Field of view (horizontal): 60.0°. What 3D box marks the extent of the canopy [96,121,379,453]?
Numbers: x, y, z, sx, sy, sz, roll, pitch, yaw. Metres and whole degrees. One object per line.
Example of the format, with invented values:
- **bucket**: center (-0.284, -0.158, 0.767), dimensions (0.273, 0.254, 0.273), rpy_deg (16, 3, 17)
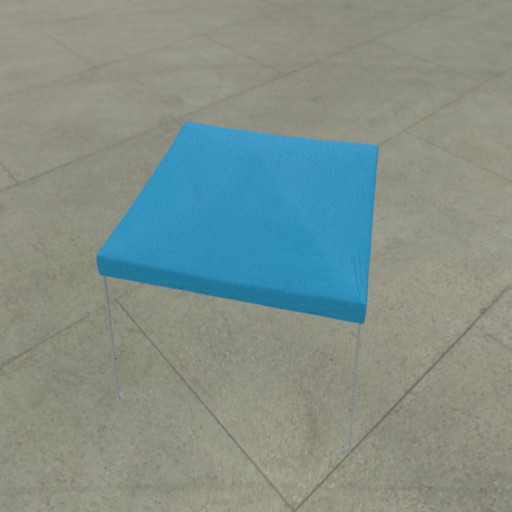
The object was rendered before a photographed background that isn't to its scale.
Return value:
- **canopy**: center (0.000, 0.000, 5.146), dimensions (2.849, 2.850, 2.850), rpy_deg (10, 47, 9)
